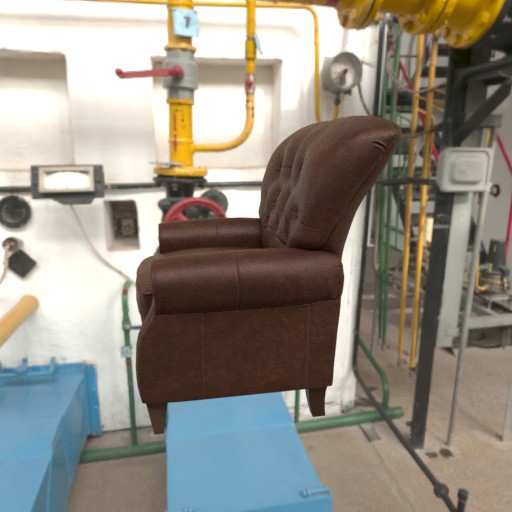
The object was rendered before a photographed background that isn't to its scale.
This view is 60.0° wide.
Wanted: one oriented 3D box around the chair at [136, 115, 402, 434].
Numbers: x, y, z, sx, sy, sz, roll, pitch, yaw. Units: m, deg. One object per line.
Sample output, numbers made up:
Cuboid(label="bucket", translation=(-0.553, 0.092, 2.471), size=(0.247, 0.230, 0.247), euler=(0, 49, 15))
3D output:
Cuboid(label="chair", translation=(0.000, 0.000, 1.946), size=(1.031, 1.162, 0.979), euler=(-2, 14, -10))
